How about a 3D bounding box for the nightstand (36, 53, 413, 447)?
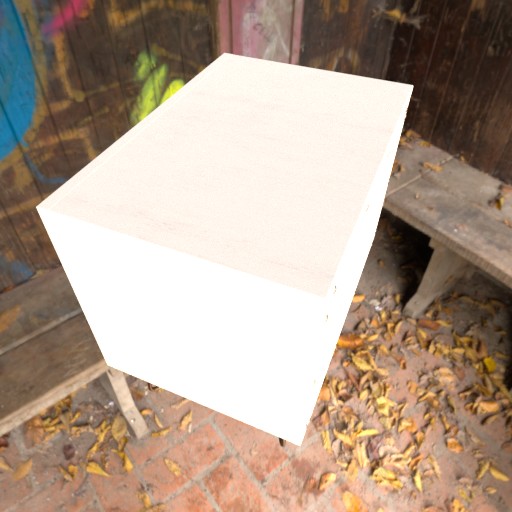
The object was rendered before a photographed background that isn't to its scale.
[{"bbox_3d":[0.000,0.000,0.989,0.447,0.604,0.614,17,48,16],"label":"nightstand"}]
